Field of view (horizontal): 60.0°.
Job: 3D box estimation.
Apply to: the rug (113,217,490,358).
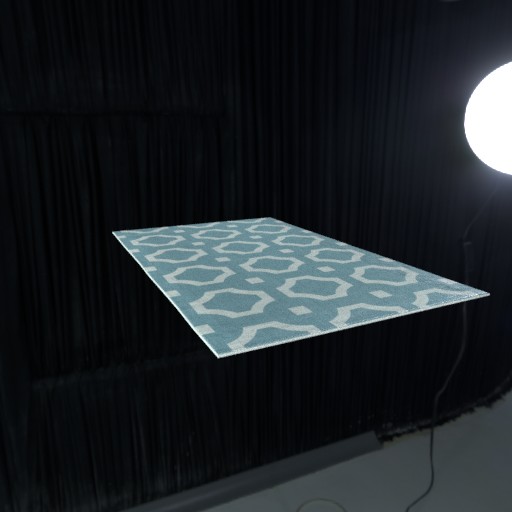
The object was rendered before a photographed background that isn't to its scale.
[{"bbox_3d":[0.000,0.000,3.045,1.528,0.015,2.443,-7,17,-25],"label":"rug"}]
